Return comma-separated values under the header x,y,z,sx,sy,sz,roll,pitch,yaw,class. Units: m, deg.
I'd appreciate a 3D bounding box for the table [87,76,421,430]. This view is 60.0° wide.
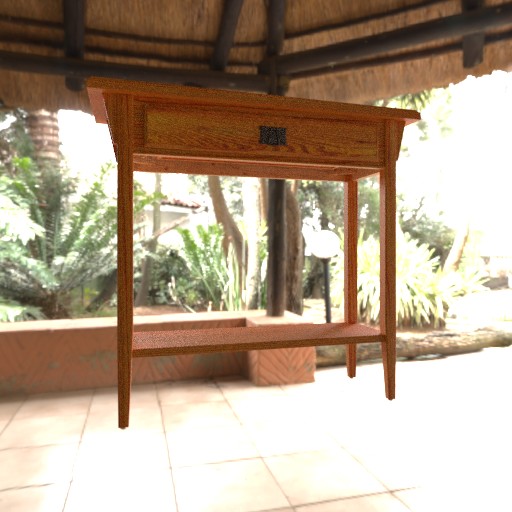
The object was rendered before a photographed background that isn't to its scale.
x,y,z,sx,sy,sz,roll,pitch,yaw,class
0.000,0.000,1.096,0.762,0.711,0.254,0,0,-16,table
